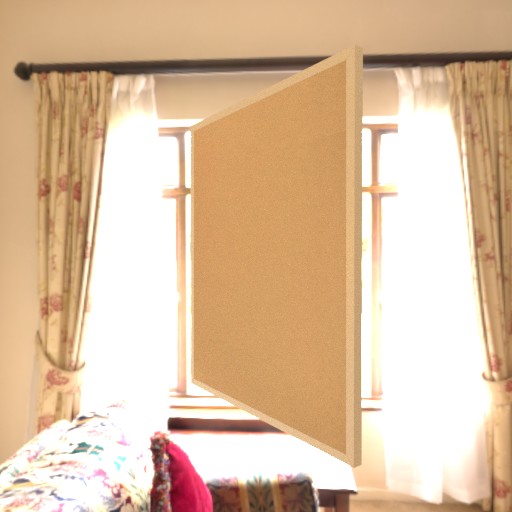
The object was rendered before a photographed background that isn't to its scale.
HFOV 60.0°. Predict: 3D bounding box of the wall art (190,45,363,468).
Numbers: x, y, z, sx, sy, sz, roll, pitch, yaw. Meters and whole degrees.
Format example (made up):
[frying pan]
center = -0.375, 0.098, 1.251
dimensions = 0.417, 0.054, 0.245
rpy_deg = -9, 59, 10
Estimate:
[wall art]
center = 0.000, 0.000, 0.636
dimensions = 0.013, 0.456, 0.382
rpy_deg = 0, 1, -36
